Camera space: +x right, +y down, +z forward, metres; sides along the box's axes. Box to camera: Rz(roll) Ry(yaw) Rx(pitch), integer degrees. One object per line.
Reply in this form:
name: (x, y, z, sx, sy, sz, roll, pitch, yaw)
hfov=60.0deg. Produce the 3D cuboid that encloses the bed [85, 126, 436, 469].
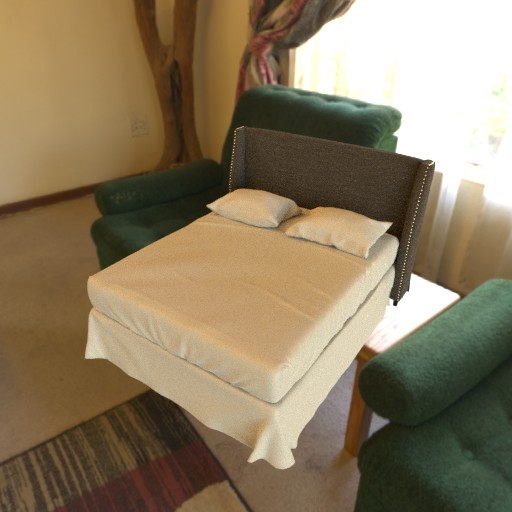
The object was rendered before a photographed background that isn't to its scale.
bed: (0.000, 0.000, 3.490, 1.925, 1.332, 2.276, 19, 36, 30)
